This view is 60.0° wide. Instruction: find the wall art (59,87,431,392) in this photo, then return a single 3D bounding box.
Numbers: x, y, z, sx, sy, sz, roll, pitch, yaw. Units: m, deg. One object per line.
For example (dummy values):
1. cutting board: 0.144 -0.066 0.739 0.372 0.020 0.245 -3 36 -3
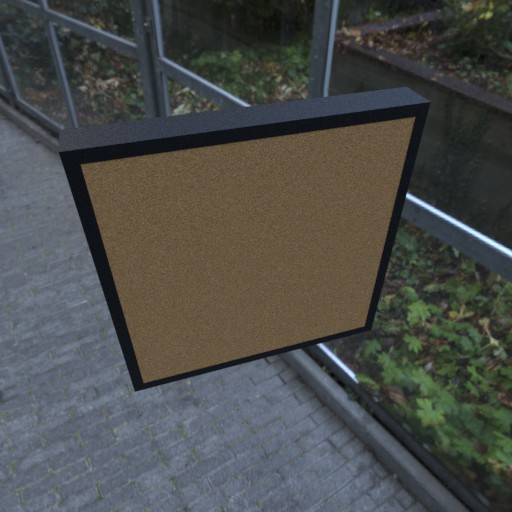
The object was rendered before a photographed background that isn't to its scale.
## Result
1. wall art: 0.000 0.000 0.461 0.305 0.304 0.038 -12 42 -13
